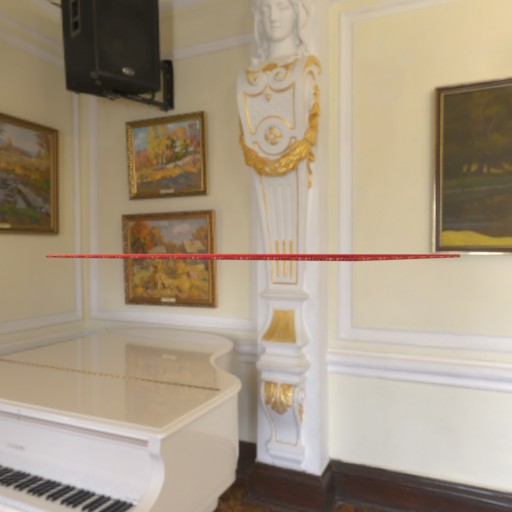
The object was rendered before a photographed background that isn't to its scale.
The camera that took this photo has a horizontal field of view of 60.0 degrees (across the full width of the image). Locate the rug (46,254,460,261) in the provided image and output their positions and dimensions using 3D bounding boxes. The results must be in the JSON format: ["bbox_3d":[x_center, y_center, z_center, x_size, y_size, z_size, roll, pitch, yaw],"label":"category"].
[{"bbox_3d":[0.000,0.000,3.944,2.905,0.028,2.340,0,1,36],"label":"rug"}]
